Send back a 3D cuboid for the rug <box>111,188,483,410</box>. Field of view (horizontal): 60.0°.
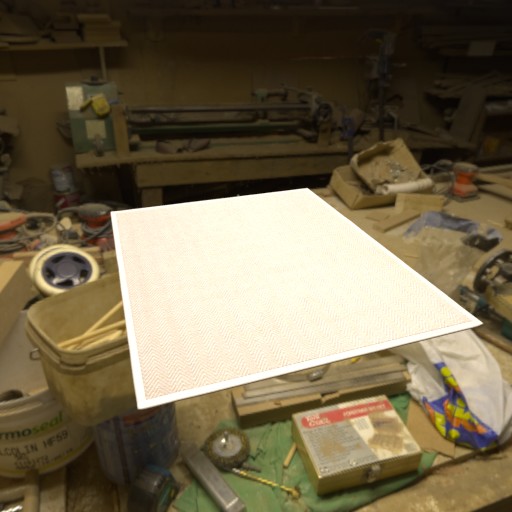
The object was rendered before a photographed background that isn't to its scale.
[{"bbox_3d":[0.000,0.000,4.063,2.423,0.019,3.009,-9,30,-17],"label":"rug"}]
